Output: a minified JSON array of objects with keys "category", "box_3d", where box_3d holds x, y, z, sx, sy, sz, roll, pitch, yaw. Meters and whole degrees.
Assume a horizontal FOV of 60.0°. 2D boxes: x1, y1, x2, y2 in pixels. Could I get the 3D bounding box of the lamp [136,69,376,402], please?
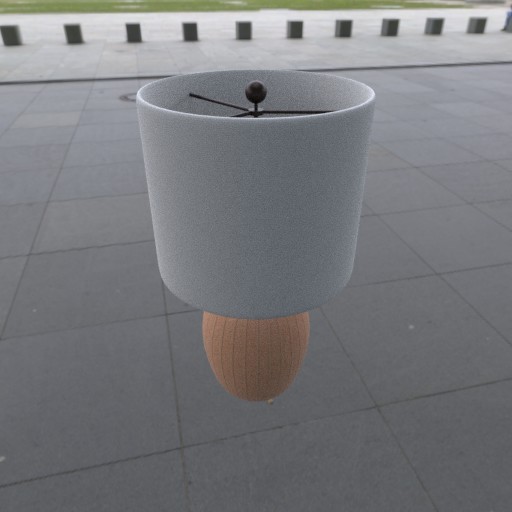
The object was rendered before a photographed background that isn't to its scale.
[{"category":"lamp","box_3d":[0.000,0.000,0.763,0.329,0.570,0.329,0,32,0]}]
